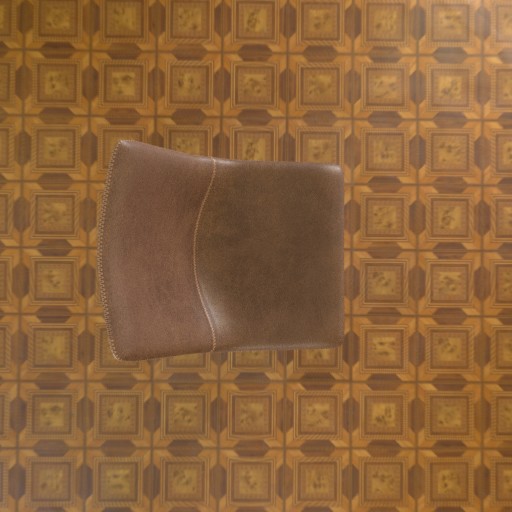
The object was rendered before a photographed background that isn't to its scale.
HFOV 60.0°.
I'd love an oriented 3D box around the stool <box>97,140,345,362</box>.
[{"bbox_3d":[0.000,0.000,1.192,0.550,0.890,0.460,0,89,-1],"label":"stool"}]
